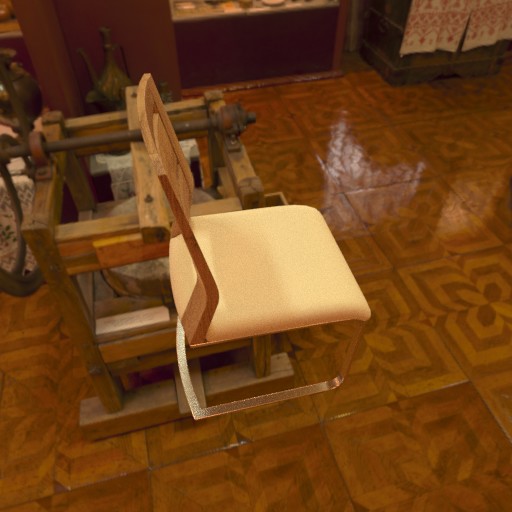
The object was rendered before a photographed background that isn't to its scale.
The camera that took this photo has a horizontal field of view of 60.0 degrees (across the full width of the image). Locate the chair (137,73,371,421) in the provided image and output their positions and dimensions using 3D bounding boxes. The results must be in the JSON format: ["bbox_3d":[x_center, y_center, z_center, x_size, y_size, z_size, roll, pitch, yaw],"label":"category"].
[{"bbox_3d":[0.000,0.000,1.267,0.561,0.955,0.457,-10,47,-9],"label":"chair"}]
